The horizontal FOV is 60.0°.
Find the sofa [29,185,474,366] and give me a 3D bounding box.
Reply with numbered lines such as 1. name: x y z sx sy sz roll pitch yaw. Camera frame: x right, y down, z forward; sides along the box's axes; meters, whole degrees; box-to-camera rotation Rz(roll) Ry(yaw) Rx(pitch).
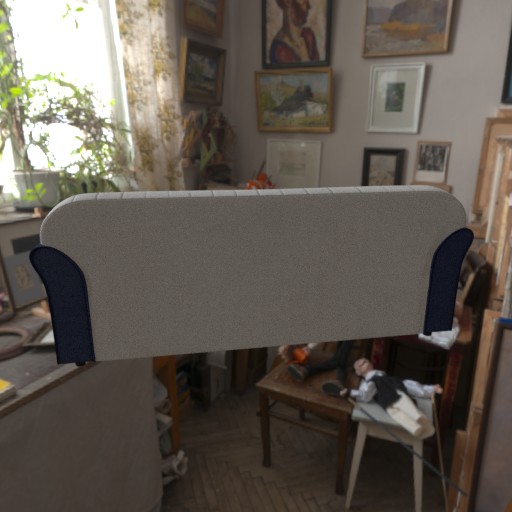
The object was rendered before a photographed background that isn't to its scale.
1. sofa: 0.000 0.000 2.362 2.006 0.789 0.749 -3 16 -10
